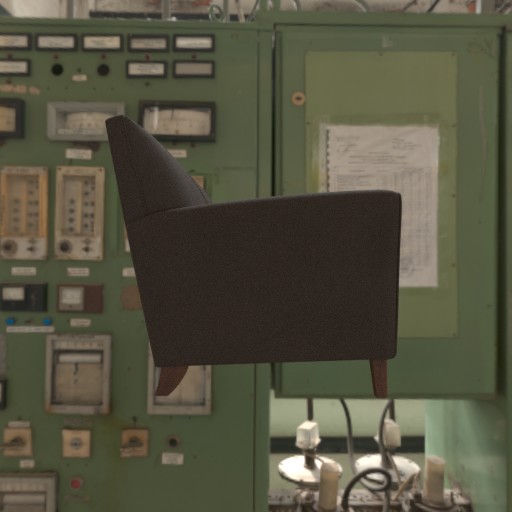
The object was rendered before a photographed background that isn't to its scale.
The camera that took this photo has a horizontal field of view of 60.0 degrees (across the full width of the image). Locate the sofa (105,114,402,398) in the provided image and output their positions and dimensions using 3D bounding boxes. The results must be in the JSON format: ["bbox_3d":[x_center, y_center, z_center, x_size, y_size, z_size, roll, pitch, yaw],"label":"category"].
[{"bbox_3d":[0.000,0.000,1.973,0.871,0.846,1.420,0,0,1],"label":"sofa"}]
